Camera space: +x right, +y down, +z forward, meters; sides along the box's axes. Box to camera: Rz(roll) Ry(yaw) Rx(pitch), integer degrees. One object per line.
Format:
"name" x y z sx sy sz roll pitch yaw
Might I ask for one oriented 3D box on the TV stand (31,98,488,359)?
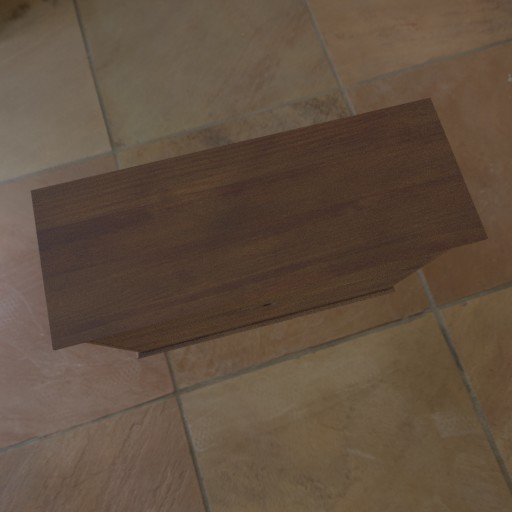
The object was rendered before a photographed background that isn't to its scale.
"TV stand" 0.000 0.000 1.491 1.067 0.813 0.406 -14 76 -4
